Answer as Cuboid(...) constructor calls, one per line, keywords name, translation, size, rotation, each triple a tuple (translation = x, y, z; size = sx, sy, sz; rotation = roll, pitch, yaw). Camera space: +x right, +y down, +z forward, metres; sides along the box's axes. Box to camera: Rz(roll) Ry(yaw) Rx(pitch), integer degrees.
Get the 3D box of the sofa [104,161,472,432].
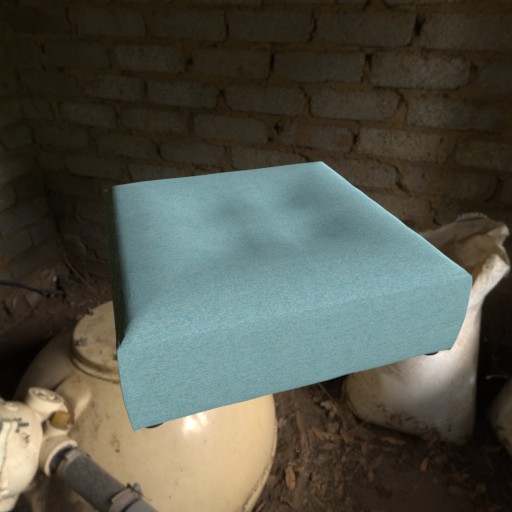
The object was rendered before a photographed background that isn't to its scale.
Cuboid(name="sofa", translation=(0.000, 0.000, 1.485), size=(0.930, 0.330, 0.930), rotation=(-10, 33, -15))
